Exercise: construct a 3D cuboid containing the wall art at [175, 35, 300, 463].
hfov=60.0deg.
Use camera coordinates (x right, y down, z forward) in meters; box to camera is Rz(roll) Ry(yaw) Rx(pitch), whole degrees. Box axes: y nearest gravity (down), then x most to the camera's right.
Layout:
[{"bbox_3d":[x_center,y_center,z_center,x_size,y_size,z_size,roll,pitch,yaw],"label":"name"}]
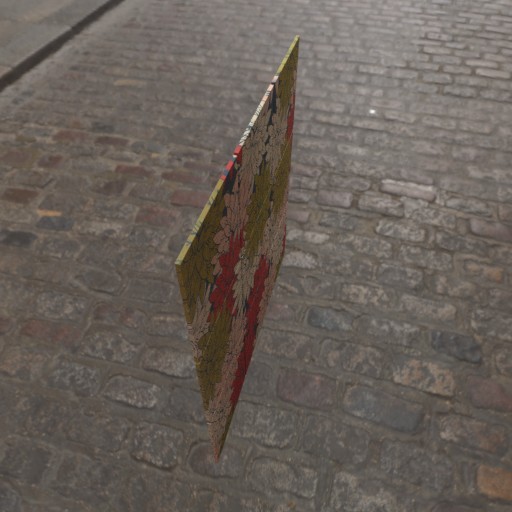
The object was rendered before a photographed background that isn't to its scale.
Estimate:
[{"bbox_3d":[0.000,0.000,1.743,0.013,1.218,1.206,11,48,10],"label":"wall art"}]
